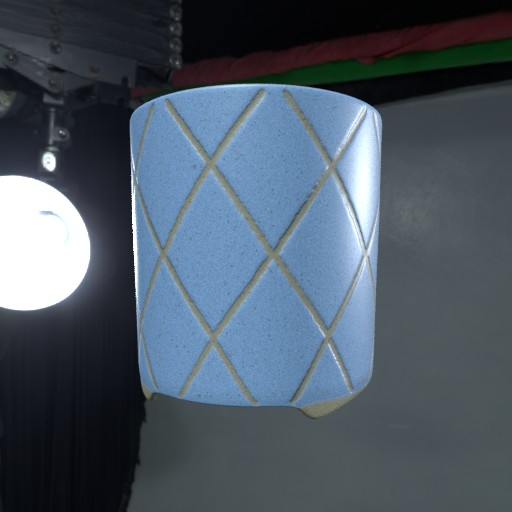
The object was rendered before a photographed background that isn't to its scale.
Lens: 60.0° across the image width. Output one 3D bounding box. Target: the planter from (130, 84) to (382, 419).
[{"bbox_3d":[0.000,0.000,0.349,0.191,0.200,0.191,0,0,0],"label":"planter"}]
